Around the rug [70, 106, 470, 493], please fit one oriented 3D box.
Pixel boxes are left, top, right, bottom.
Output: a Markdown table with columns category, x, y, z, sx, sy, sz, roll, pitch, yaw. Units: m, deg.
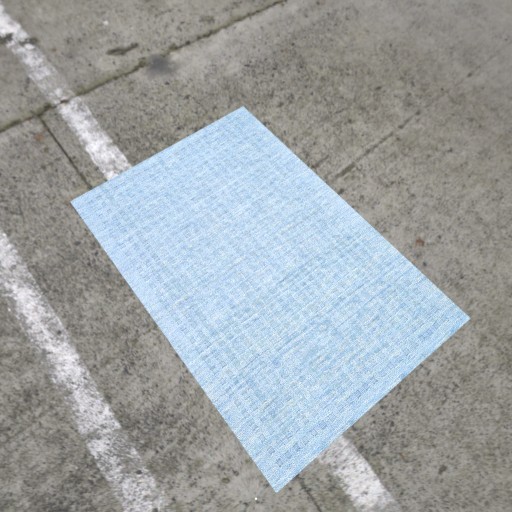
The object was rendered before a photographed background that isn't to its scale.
| category | x | y | z | sx | sy | sz | roll | pitch | yaw |
| --- | --- | --- | --- | --- | --- | --- | --- | --- | --- |
| rug | 0.000 | 0.000 | 2.901 | 1.522 | 0.006 | 2.286 | -34 | 67 | -17 |
